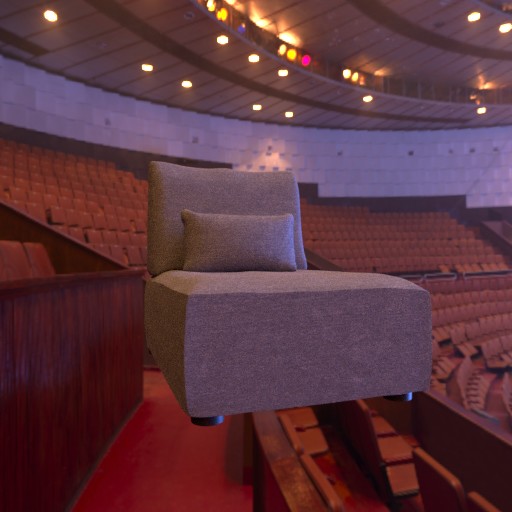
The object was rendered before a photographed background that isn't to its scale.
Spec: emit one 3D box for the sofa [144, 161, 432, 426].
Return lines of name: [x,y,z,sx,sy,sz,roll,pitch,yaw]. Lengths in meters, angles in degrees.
sofa: [0.000,0.000,1.599,0.700,0.820,1.000,0,0,-19]
